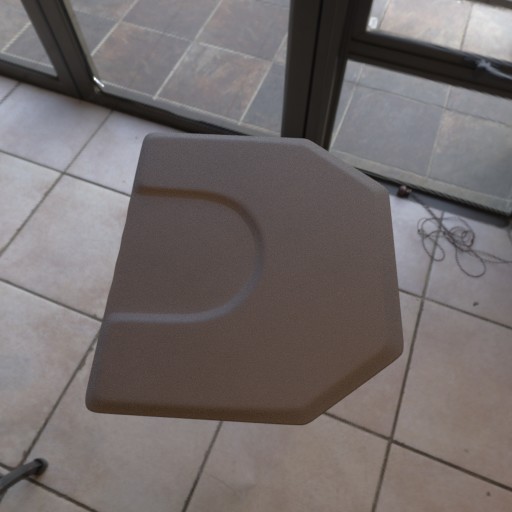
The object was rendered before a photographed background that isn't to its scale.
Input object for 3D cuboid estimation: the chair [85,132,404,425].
[{"bbox_3d":[0.000,0.000,1.937,1.219,0.024,1.372,3,63,2],"label":"chair"}]
